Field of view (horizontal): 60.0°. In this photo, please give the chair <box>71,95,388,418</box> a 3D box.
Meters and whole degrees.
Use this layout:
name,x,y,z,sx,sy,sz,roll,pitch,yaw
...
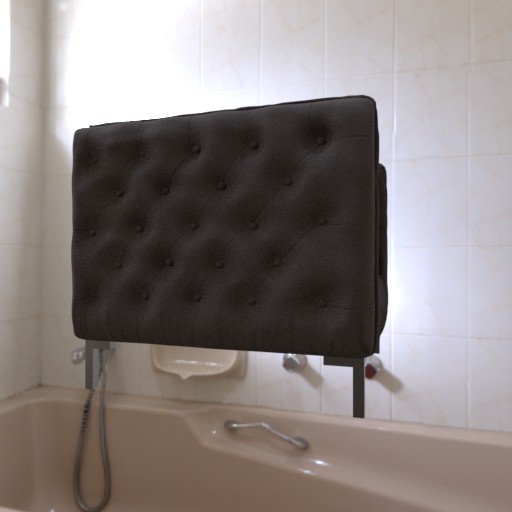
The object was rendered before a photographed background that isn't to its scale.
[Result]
name,x,y,z,sx,sy,sz,roll,pitch,yaw
chair,0.000,0.000,1.613,0.913,0.807,0.946,0,0,18
